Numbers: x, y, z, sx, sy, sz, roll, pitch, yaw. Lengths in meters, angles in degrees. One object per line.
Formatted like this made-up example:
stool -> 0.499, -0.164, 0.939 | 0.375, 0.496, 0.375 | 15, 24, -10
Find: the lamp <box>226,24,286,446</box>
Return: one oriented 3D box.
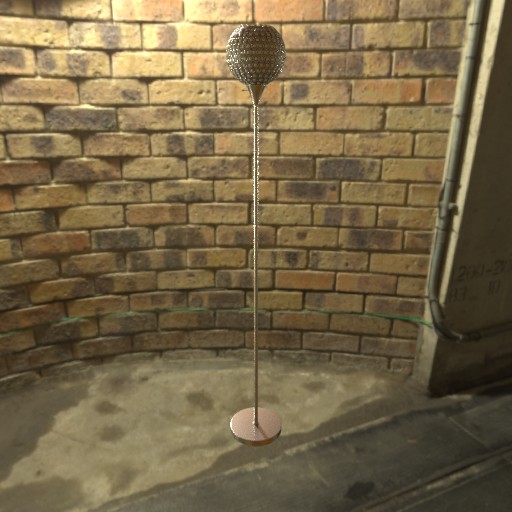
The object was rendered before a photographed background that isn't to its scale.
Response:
lamp -> 0.000, 0.000, 1.940 | 0.254, 1.805, 0.254 | 0, 18, 0
